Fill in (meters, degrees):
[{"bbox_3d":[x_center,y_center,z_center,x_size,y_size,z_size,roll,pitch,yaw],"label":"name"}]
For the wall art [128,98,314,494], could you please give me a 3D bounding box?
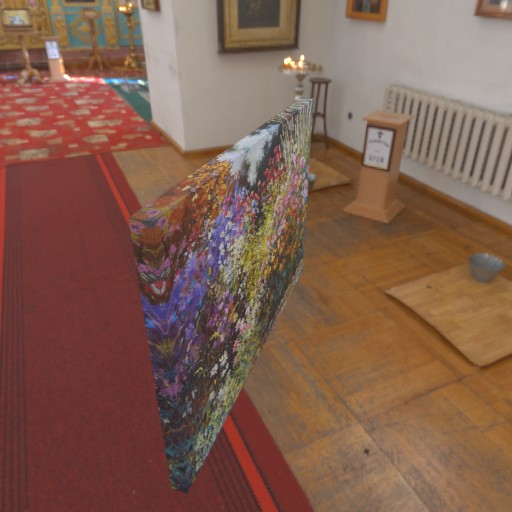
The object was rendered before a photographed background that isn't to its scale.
[{"bbox_3d":[0.000,0.000,1.113,0.037,0.604,0.908,10,32,17],"label":"wall art"}]
